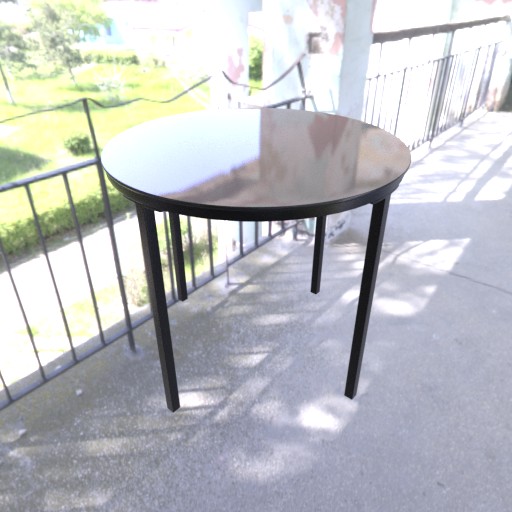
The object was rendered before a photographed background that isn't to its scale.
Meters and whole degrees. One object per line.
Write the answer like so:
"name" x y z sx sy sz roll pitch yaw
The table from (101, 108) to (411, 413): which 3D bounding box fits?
"table" 0.000 0.000 0.858 0.499 0.443 0.499 0 32 0
